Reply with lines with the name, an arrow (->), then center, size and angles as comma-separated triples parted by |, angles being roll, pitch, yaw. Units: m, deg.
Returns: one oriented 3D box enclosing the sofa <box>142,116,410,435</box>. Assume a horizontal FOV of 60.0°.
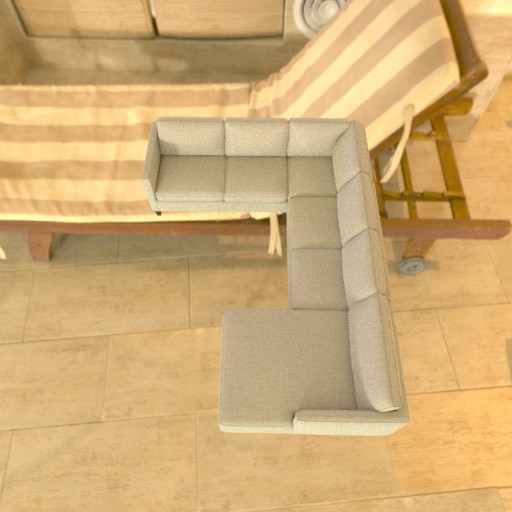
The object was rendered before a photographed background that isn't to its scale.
sofa -> 0.000, 0.000, 4.602 | 2.551, 0.889, 3.403 | 1, 60, 0
